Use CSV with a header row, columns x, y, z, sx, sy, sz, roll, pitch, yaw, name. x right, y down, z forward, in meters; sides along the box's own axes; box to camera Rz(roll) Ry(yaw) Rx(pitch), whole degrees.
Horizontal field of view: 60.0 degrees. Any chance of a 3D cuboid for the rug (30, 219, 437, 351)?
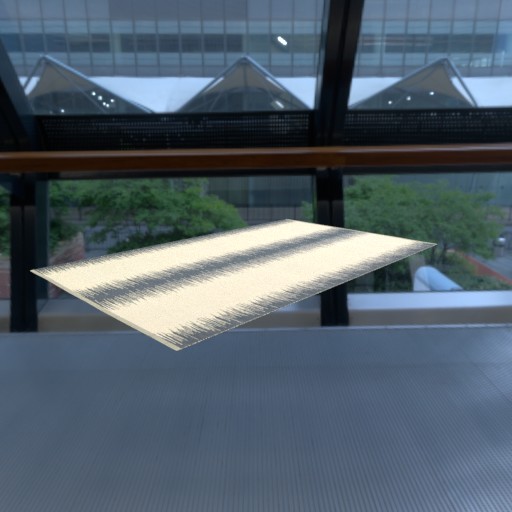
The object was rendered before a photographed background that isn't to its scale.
x,y,z,sx,sy,sz,roll,pitch,yaw,name
0.000,0.000,3.068,1.519,0.003,2.453,14,21,42,rug
